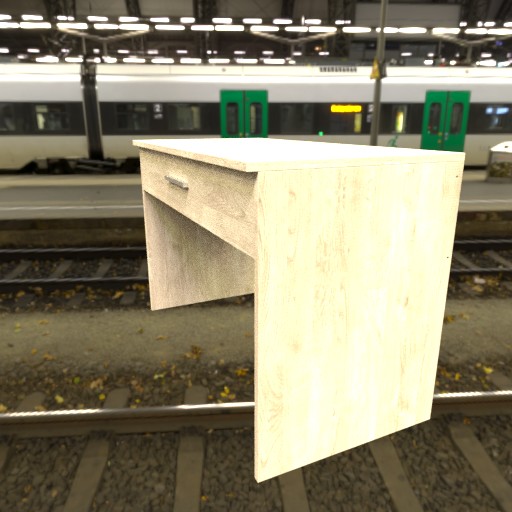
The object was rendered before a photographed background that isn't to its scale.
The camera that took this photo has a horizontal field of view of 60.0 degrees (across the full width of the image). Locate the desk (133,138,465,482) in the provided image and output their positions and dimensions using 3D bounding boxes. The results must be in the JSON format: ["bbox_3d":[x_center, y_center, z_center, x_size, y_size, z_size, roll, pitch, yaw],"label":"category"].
[{"bbox_3d":[0.000,0.000,1.500,0.560,0.730,1.100,-8,19,-24],"label":"desk"}]
